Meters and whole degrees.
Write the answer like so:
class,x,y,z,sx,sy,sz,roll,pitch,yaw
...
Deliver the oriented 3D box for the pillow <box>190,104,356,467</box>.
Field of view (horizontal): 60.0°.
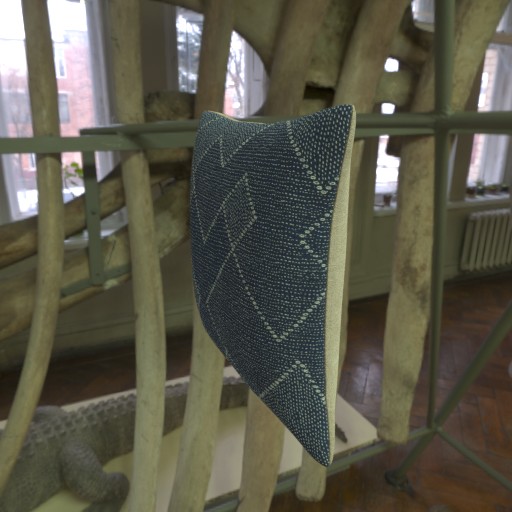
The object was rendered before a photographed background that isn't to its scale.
class,x,y,z,sx,sy,sz,roll,pitch,yaw
pillow,0.000,0.000,0.675,0.148,0.428,0.435,-8,19,-24
